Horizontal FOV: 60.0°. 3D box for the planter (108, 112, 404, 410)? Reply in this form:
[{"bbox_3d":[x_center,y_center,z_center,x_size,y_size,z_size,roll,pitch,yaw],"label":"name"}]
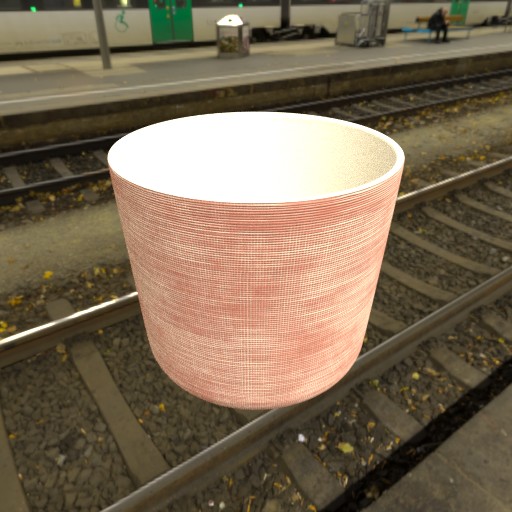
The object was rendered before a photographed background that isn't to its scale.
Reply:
[{"bbox_3d":[0.000,0.000,0.783,0.440,0.398,0.440,0,31,0],"label":"planter"}]
